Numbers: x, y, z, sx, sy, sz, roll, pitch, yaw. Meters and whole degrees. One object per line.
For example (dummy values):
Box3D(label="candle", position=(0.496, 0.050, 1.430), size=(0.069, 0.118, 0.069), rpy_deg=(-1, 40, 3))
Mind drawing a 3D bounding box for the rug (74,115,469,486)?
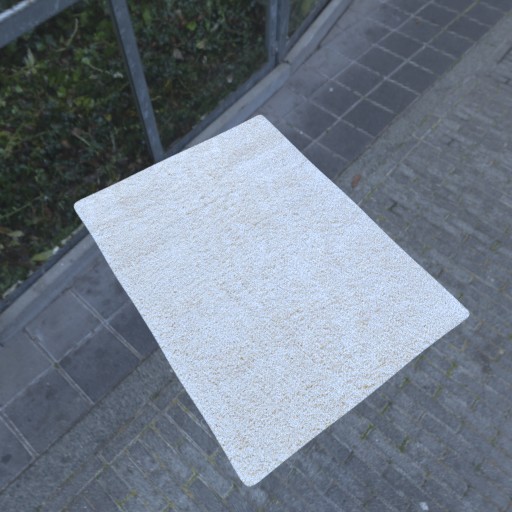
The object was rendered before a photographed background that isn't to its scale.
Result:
Box3D(label="rug", position=(0.000, 0.000, 2.127), size=(1.200, 0.027, 1.600), rpy_deg=(-31, 63, -18))
